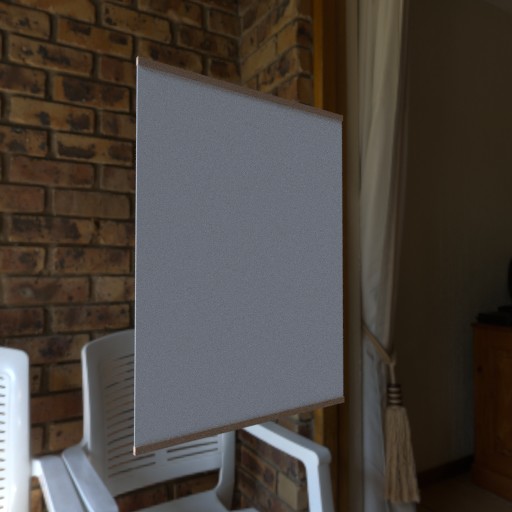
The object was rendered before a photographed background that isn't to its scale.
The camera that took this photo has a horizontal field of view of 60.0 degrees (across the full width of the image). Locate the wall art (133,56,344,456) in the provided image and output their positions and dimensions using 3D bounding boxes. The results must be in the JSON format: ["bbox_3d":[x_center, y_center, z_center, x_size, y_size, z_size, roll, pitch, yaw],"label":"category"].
[{"bbox_3d":[0.000,0.000,1.355,0.758,1.016,0.013,1,-2,-36],"label":"wall art"}]
